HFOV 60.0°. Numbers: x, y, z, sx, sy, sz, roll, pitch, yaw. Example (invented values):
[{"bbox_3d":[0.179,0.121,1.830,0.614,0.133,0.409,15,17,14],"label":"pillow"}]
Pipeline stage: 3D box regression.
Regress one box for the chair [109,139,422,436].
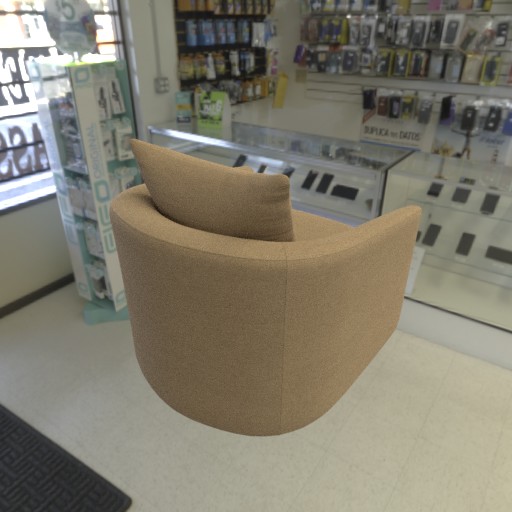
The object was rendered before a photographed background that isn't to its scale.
[{"bbox_3d":[0.000,0.000,1.575,0.845,0.848,0.910,20,34,33],"label":"chair"}]
